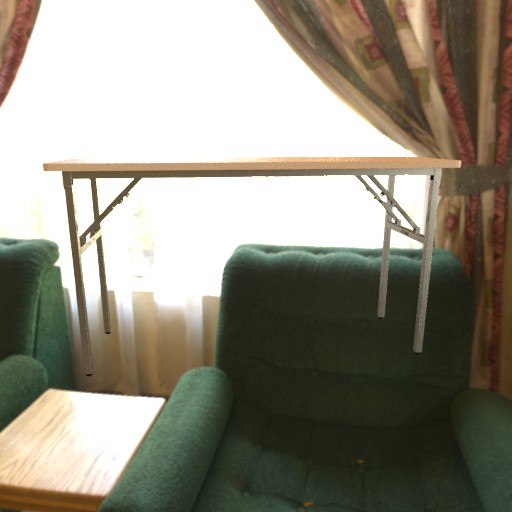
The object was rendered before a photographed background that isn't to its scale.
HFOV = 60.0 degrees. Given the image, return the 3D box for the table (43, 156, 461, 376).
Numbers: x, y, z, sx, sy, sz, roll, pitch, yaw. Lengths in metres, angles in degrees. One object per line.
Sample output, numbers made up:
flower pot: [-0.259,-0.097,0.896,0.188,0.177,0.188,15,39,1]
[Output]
table: [0.000,0.000,1.754,1.397,0.750,0.446,-2,15,-7]
